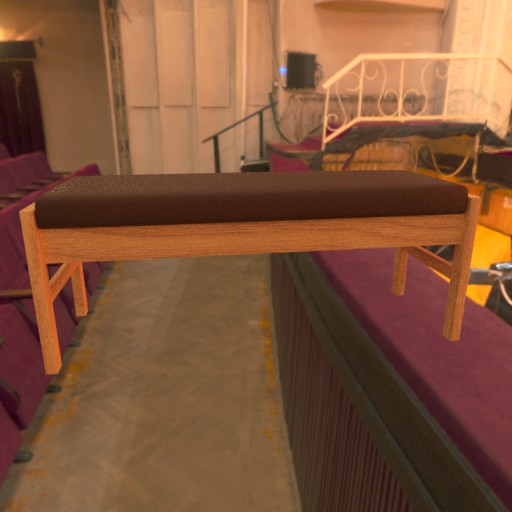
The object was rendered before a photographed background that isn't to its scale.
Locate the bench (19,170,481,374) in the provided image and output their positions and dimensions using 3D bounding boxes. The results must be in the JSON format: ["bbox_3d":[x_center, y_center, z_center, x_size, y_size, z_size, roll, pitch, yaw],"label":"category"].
[{"bbox_3d":[0.000,0.000,1.390,1.200,0.480,0.405,-3,18,-9],"label":"bench"}]
